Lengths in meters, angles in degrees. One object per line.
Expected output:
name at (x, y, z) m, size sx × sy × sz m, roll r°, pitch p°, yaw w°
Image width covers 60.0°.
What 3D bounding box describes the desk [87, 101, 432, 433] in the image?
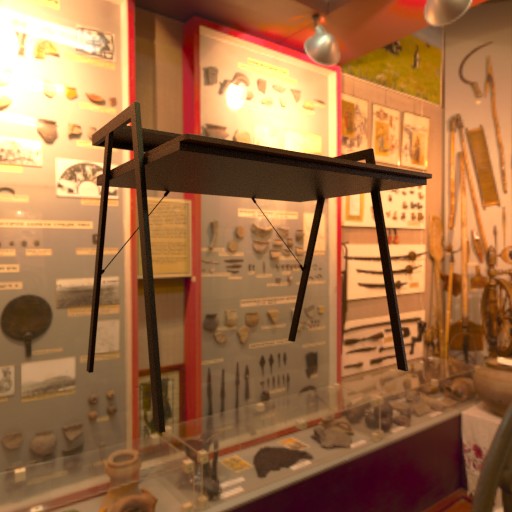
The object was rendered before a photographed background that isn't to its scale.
desk at (0.000, 0.000, 1.864) m, size 1.143 × 0.998 × 0.936 m, roll 0°, pitch 1°, yaw -35°
